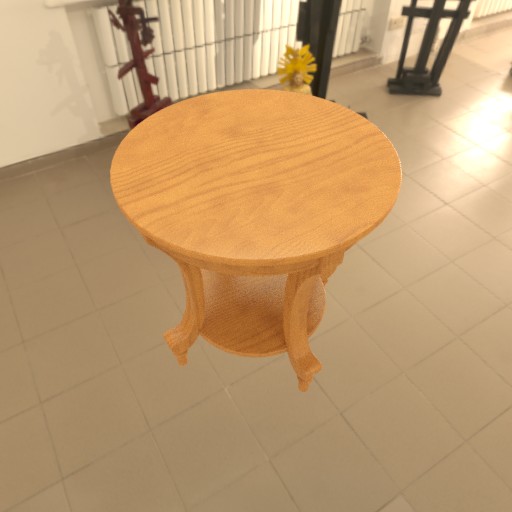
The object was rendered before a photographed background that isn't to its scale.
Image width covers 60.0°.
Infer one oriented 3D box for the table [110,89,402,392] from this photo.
[{"bbox_3d":[0.000,0.000,1.149,0.597,0.612,0.597,0,47,0],"label":"table"}]
